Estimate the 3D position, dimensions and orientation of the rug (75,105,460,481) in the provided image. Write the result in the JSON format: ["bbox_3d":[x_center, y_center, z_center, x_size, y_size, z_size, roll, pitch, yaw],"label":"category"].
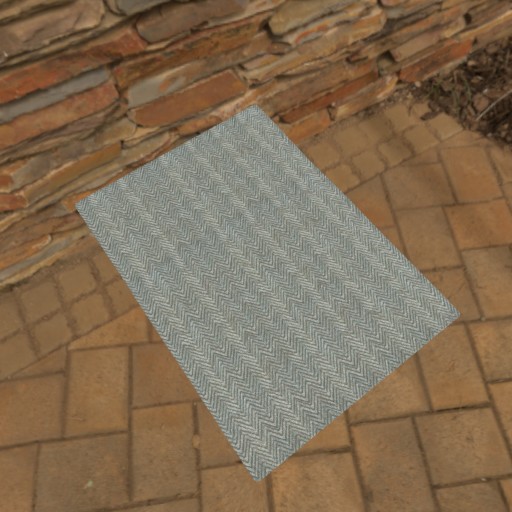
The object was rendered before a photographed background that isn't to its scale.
[{"bbox_3d":[0.000,0.000,5.361,2.894,0.011,3.957,-33,69,-15],"label":"rug"}]
